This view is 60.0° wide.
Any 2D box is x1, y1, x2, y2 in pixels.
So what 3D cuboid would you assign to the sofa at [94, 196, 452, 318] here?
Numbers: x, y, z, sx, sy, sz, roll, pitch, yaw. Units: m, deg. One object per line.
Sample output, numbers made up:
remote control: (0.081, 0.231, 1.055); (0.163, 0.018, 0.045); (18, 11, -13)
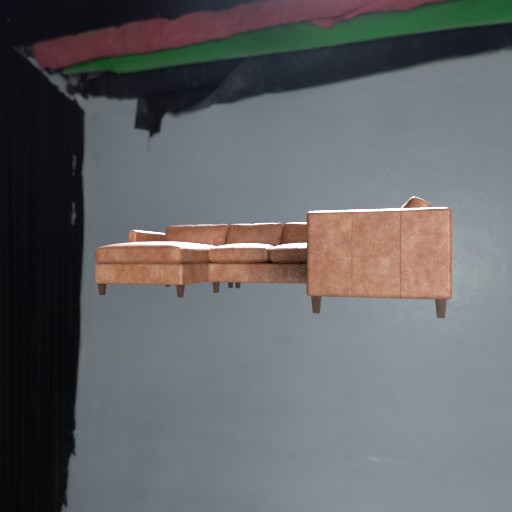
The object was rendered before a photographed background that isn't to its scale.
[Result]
sofa: (0.000, 0.000, 4.516); (3.401, 0.832, 2.430); (0, 0, 17)
